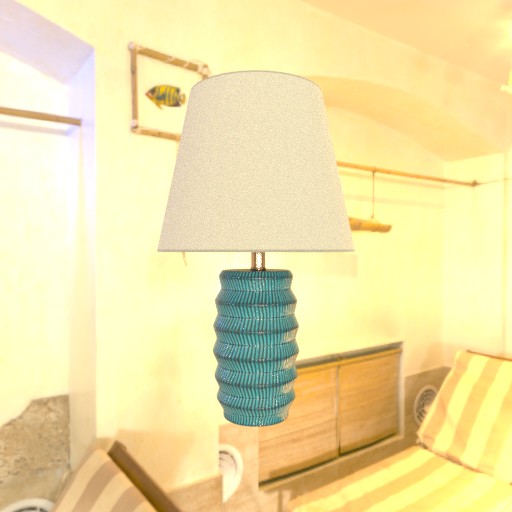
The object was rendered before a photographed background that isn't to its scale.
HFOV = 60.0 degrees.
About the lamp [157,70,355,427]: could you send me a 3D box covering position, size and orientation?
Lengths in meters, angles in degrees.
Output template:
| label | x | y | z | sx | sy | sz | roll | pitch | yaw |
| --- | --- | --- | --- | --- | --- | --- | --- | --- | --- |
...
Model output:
| label | x | y | z | sx | sy | sz | roll | pitch | yaw |
| --- | --- | --- | --- | --- | --- | --- | --- | --- | --- |
| lamp | 0.000 | 0.000 | 0.812 | 0.355 | 0.582 | 0.355 | 0 | 1 | 0 |
